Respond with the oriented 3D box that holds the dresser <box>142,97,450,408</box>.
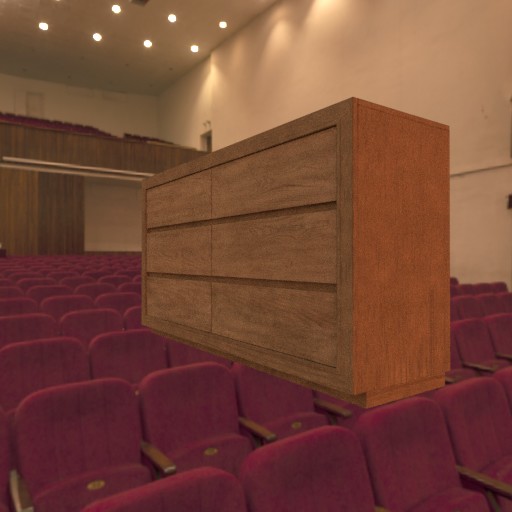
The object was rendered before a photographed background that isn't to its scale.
[{"bbox_3d":[0.000,0.000,2.048,0.483,0.889,1.628,0,0,-35],"label":"dresser"}]
